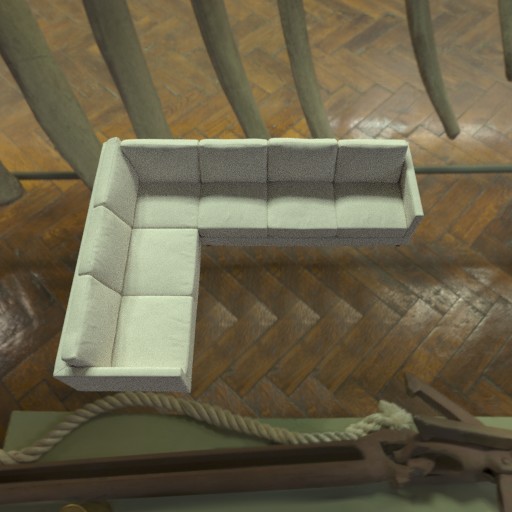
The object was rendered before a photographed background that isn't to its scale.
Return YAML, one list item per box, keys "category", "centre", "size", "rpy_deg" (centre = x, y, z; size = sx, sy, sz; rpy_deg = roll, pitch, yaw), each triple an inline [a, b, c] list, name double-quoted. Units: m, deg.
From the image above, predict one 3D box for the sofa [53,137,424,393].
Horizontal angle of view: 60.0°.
- category: "sofa"
  centre: [0.000, 0.000, 4.237]
  size: [3.182, 0.863, 2.432]
  rpy_deg: [0, 62, 0]
